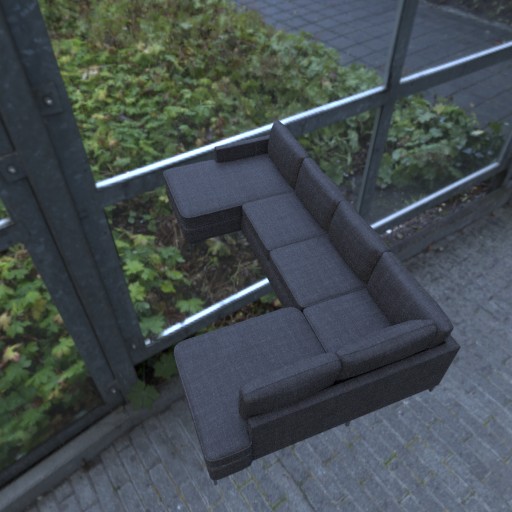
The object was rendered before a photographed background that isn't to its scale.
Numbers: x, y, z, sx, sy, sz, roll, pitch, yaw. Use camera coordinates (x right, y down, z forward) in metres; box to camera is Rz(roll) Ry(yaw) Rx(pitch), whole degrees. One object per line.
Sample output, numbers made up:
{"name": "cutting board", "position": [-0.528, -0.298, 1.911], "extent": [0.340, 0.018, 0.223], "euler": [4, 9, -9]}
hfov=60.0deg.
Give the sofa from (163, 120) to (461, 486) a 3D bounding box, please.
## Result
{"name": "sofa", "position": [0.000, 0.000, 4.350], "extent": [2.048, 0.999, 3.423], "euler": [-16, 48, -15]}
